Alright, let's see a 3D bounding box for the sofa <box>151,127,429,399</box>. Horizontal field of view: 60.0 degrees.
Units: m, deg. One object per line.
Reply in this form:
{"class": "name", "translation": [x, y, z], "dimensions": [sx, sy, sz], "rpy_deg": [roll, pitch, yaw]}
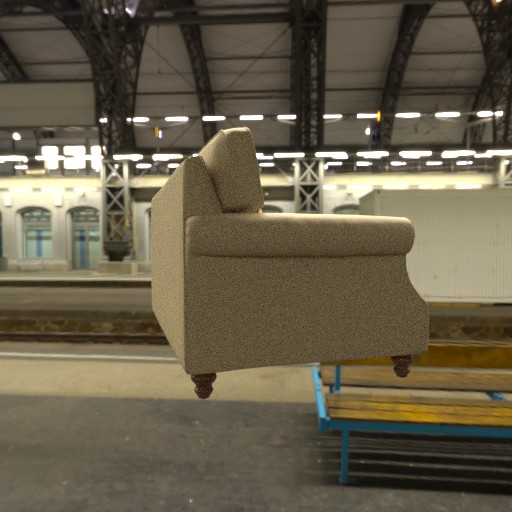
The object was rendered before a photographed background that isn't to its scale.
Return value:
{"class": "sofa", "translation": [0.000, 0.000, 2.290], "dimensions": [0.964, 0.937, 1.665], "rpy_deg": [-1, 2, -17]}
